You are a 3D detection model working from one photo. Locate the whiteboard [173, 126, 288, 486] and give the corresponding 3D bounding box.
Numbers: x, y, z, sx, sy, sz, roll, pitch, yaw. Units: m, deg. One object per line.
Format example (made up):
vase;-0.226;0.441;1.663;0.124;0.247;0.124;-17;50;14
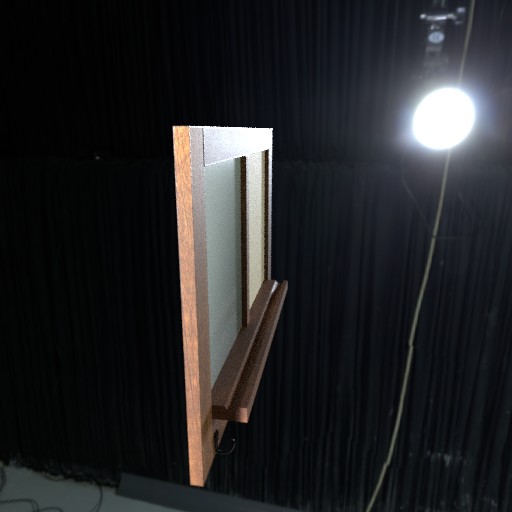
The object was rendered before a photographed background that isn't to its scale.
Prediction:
whiteboard;0.000;0.000;1.008;0.083;0.559;0.783;3;16;9
